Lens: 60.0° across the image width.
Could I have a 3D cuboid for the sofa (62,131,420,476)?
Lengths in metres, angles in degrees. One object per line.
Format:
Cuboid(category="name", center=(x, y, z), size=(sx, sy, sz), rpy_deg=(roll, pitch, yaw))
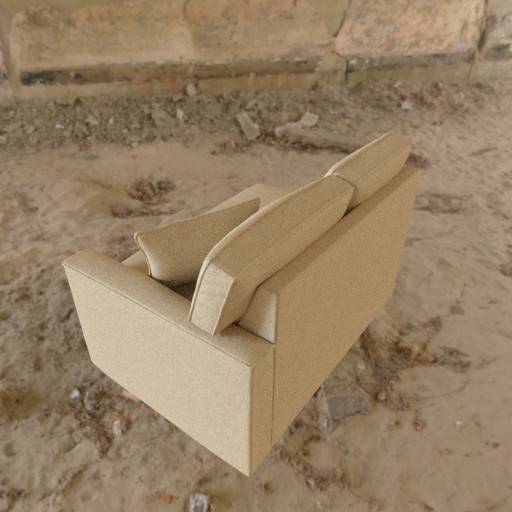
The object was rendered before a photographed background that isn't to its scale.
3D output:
Cuboid(category="sofa", center=(0.000, 0.000, 2.099), size=(0.991, 0.989, 1.388), rpy_deg=(22, 39, 30))
